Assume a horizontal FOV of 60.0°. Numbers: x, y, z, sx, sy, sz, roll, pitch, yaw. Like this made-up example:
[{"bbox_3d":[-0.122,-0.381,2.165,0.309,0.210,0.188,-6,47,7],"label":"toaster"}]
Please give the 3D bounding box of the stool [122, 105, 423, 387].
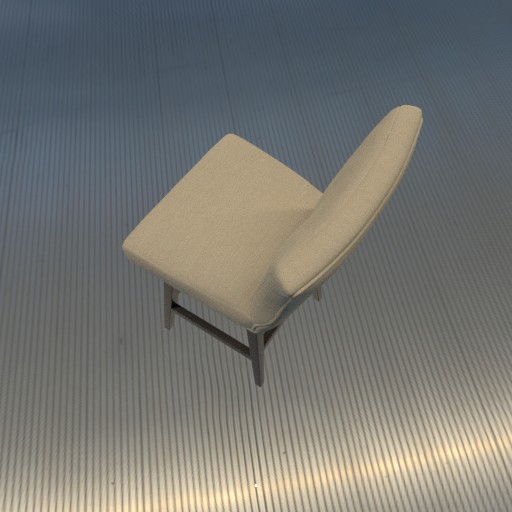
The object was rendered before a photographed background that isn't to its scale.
[{"bbox_3d":[0.000,0.000,1.360,0.574,1.086,0.514,32,67,15],"label":"stool"}]
